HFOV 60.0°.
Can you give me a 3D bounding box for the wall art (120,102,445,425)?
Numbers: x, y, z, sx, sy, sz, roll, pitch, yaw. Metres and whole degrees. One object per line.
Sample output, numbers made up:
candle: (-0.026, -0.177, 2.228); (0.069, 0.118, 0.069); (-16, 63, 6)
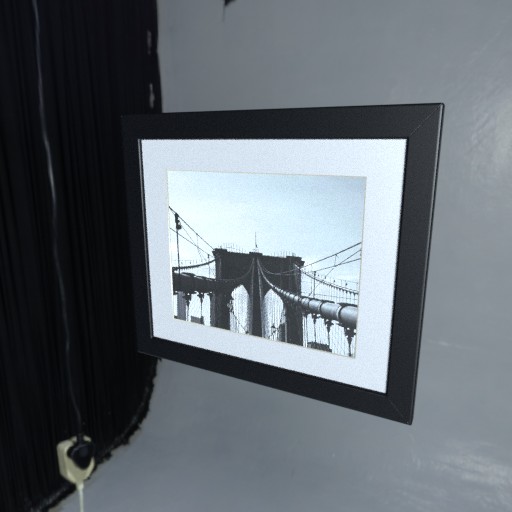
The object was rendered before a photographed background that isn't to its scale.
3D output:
wall art: (0.000, 0.000, 0.717); (0.521, 0.450, 0.018); (7, 16, 26)
